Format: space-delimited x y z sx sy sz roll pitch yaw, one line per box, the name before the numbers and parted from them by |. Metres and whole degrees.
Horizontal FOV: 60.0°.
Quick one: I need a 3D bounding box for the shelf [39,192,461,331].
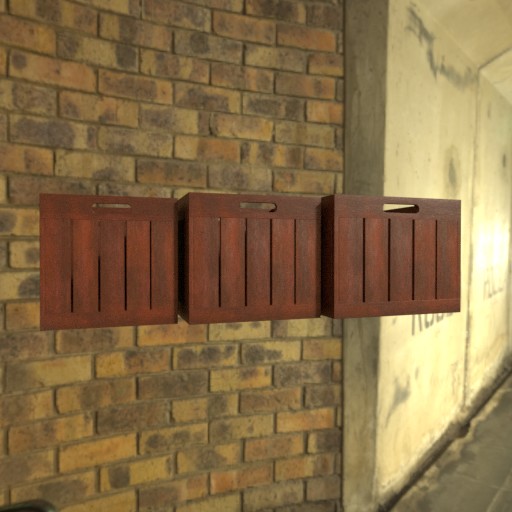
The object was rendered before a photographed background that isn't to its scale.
shelf | 0.000 0.000 1.245 1.064 0.311 0.393 0 1 -18
